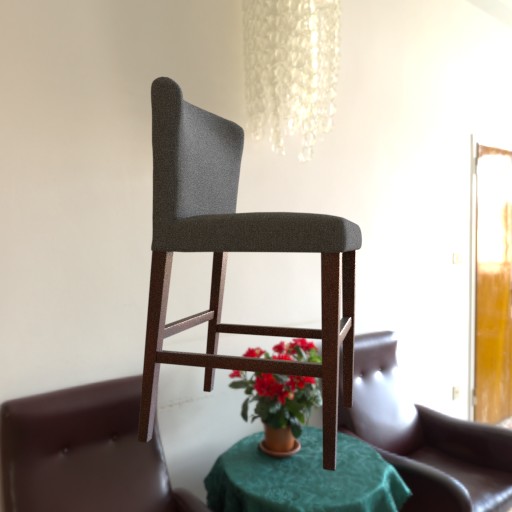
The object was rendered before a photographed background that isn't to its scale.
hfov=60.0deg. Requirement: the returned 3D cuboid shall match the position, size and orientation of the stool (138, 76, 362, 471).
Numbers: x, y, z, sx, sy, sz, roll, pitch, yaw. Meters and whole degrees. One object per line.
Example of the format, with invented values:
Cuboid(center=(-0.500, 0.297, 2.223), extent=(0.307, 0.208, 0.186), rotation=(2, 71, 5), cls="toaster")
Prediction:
Cuboid(center=(0.000, 0.000, 1.282), extent=(0.568, 0.968, 0.479), rotation=(1, 2, 18), cls="stool")
